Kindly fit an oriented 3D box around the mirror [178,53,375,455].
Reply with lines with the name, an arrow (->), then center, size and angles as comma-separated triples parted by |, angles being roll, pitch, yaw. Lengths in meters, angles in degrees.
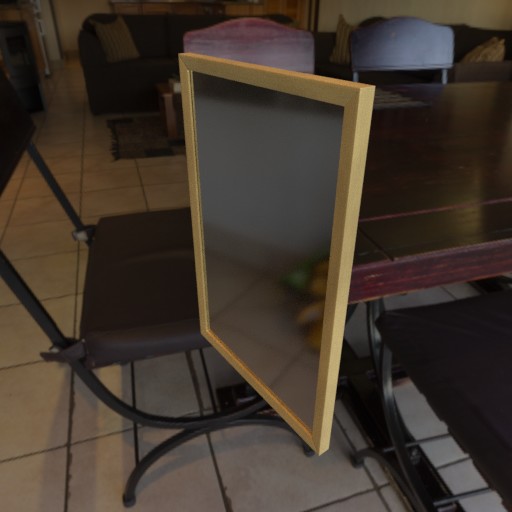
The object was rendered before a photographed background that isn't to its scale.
mirror -> 0.000, 0.000, 1.152 | 0.040, 0.915, 0.609 | -21, 36, -31
